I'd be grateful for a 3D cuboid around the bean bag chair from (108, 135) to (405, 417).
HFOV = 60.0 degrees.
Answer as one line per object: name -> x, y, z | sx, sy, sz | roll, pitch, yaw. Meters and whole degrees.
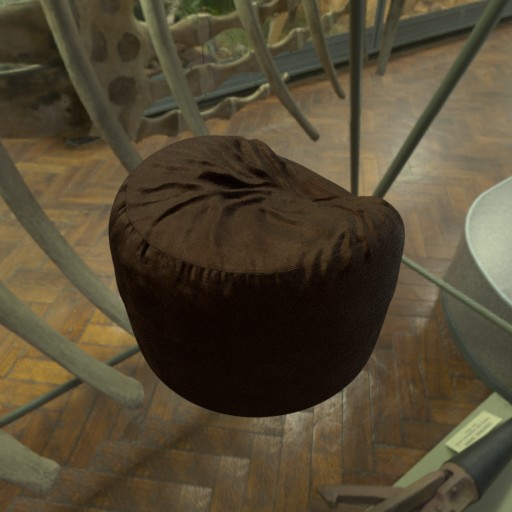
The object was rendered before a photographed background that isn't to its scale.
bean bag chair -> 0.000, 0.000, 1.498 | 0.918, 0.616, 0.918 | 0, 41, 0
